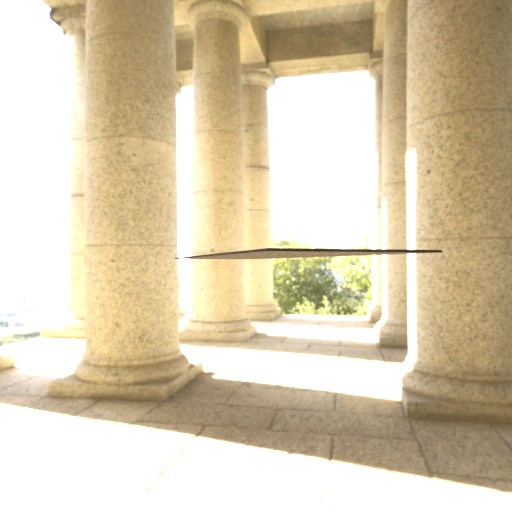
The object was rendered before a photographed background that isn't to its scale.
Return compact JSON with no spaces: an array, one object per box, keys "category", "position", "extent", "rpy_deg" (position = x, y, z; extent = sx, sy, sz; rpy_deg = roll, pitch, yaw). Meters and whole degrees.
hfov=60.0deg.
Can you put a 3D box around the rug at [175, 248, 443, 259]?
[{"category":"rug","position":[0.000,0.000,2.689],"extent":[0.685,0.013,2.437],"rpy_deg":[0,-1,-17]}]
